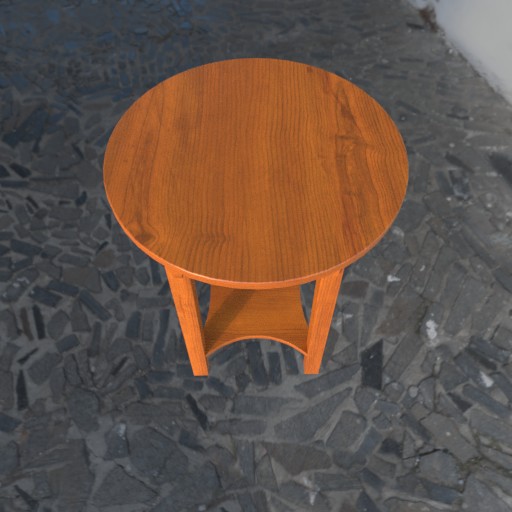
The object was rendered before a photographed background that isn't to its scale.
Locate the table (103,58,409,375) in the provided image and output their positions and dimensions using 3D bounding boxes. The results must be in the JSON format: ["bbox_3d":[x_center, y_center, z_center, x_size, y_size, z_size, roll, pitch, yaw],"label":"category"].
[{"bbox_3d":[0.000,0.000,0.931,0.457,0.610,0.457,0,58,0],"label":"table"}]
